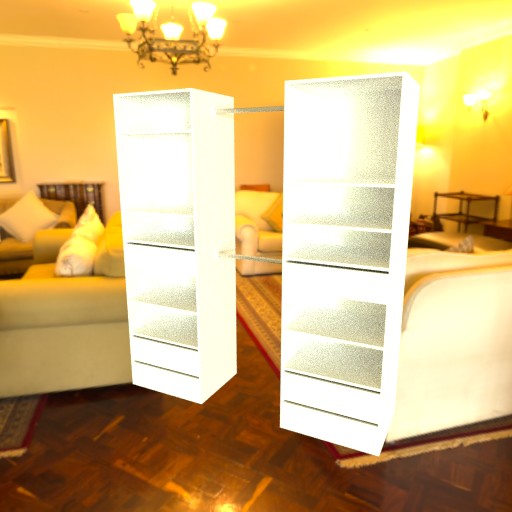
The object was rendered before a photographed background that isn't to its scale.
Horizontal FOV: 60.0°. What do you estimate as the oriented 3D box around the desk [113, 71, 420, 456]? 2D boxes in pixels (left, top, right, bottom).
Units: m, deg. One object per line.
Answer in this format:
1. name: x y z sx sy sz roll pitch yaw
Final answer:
1. desk: 0.000 0.000 2.832 1.770 2.000 0.480 6 15 26
